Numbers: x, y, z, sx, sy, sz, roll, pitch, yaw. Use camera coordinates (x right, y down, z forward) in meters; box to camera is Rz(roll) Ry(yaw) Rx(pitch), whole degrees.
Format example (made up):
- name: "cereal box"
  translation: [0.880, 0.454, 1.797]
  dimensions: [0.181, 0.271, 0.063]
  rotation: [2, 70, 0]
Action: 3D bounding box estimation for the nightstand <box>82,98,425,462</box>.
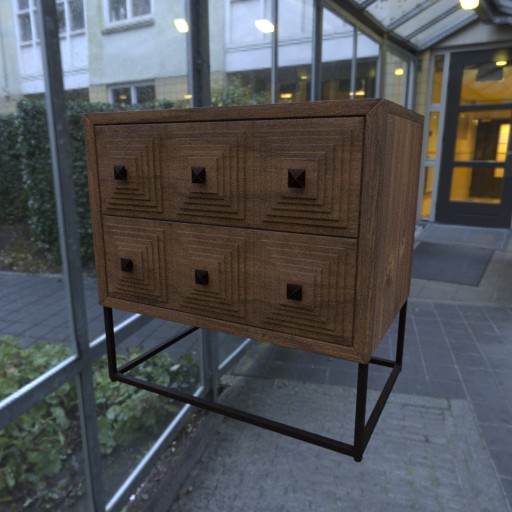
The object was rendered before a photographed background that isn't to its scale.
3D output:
- name: "nightstand"
  translation: [0.000, 0.000, 0.998]
  dimensions: [0.610, 0.610, 0.437]
  rotation: [7, 15, 27]
